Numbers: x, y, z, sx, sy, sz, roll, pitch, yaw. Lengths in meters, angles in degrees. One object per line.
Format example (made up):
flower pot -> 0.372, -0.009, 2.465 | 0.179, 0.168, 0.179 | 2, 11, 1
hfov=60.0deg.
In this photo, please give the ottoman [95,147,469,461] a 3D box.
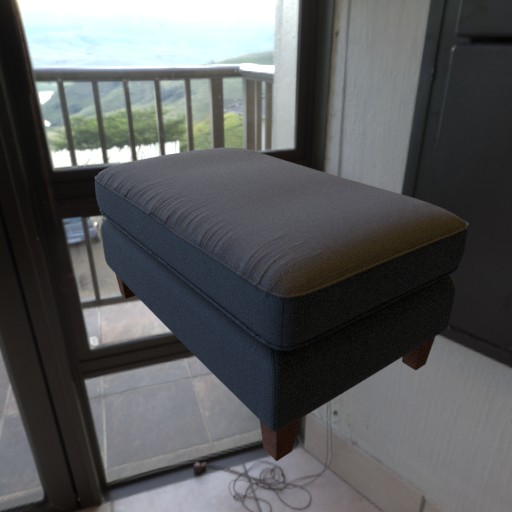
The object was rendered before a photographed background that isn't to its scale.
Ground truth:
ottoman -> 0.000, 0.000, 1.190 | 0.570, 0.438, 0.885 | -18, 31, -33
